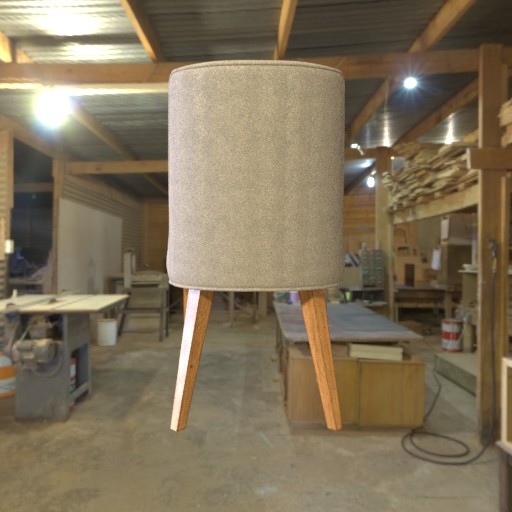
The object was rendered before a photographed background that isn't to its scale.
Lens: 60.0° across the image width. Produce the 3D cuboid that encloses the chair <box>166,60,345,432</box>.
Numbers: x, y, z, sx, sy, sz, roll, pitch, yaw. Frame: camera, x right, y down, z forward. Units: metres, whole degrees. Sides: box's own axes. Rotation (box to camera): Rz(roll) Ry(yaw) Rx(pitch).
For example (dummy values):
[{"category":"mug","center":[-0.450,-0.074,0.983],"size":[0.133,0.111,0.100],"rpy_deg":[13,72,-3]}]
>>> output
[{"category":"chair","center":[0.000,0.000,1.303],"size":[0.548,0.916,0.636],"rpy_deg":[0,0,-1]}]
